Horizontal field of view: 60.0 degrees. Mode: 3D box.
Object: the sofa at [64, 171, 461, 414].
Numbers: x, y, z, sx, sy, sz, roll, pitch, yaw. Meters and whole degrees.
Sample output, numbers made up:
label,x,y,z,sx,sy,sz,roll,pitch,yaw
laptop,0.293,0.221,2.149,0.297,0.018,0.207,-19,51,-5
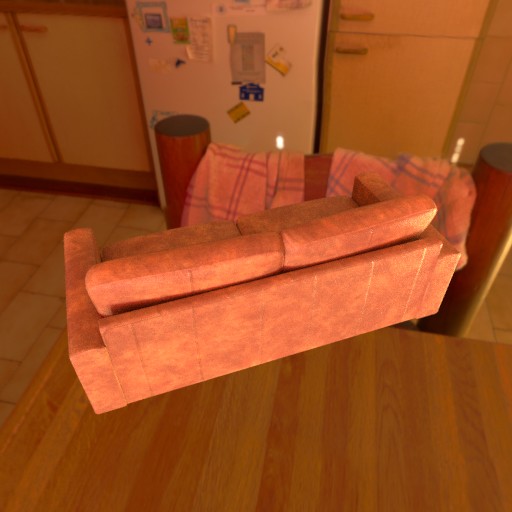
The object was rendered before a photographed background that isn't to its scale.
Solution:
label,x,y,z,sx,sy,sz,roll,pitch,yaw
sofa,0.000,0.000,2.733,2.179,0.873,1.016,-13,44,-14
